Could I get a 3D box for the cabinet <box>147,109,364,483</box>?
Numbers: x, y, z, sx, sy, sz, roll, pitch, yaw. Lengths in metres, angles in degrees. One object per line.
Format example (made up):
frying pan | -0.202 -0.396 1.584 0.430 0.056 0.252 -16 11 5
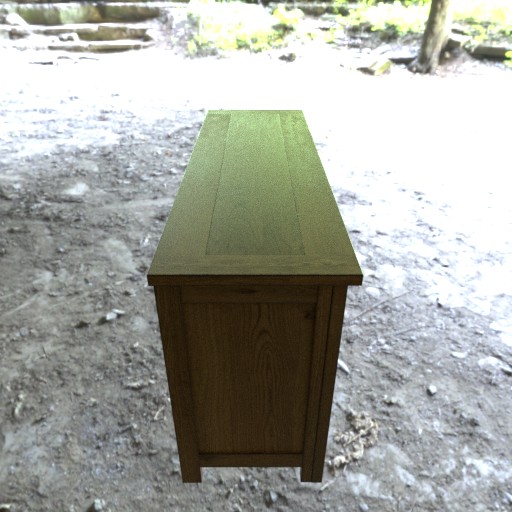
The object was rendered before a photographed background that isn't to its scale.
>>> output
cabinet | 0.000 0.000 1.805 0.480 0.813 1.474 0 32 0
